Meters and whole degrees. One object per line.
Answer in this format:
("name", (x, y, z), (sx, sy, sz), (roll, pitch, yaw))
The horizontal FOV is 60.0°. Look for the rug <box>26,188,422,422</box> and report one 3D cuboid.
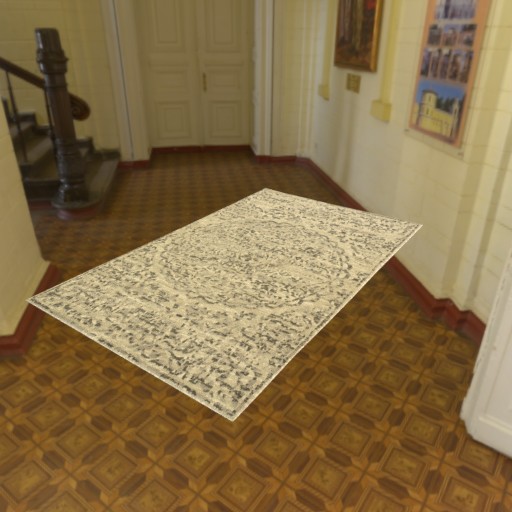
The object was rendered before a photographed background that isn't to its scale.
("rug", (0.000, 0.000, 3.053), (1.527, 0.021, 2.447), (18, 32, 31))
